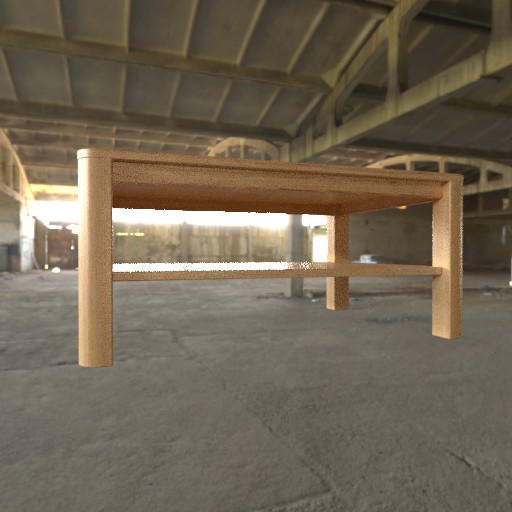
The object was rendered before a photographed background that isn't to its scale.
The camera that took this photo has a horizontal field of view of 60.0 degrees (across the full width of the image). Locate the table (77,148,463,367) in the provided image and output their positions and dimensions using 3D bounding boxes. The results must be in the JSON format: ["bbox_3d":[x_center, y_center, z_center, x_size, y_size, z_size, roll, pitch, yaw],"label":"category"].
[{"bbox_3d":[0.000,0.000,1.375,0.997,0.445,0.696,0,1,-19],"label":"table"}]
